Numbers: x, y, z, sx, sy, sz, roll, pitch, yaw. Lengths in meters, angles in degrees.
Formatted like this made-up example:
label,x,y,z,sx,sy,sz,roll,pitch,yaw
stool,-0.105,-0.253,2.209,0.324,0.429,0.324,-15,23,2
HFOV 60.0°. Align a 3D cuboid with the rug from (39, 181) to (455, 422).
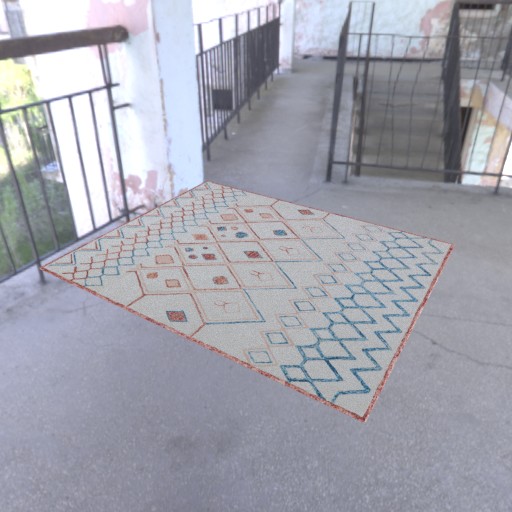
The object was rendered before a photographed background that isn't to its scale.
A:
label,x,y,z,sx,sy,sz,roll,pitch,yaw
rug,0.000,0.000,4.141,3.050,0.016,2.441,18,36,27
